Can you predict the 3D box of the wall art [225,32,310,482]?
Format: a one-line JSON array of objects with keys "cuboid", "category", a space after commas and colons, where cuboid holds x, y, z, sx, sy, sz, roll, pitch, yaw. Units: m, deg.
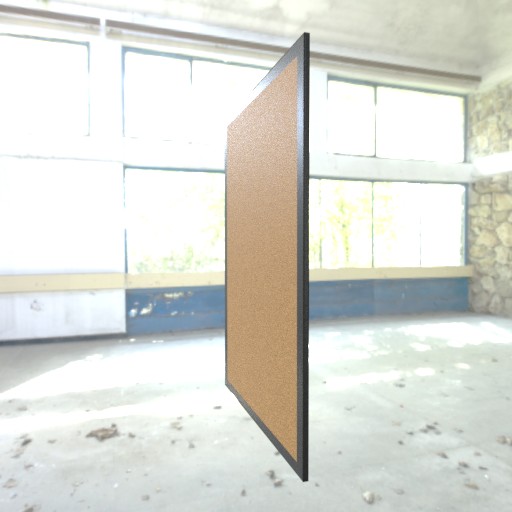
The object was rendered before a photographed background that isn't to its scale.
[{"cuboid": [0.000, 0.000, 1.291, 0.013, 0.967, 0.707, 0, 1, -18], "category": "wall art"}]
